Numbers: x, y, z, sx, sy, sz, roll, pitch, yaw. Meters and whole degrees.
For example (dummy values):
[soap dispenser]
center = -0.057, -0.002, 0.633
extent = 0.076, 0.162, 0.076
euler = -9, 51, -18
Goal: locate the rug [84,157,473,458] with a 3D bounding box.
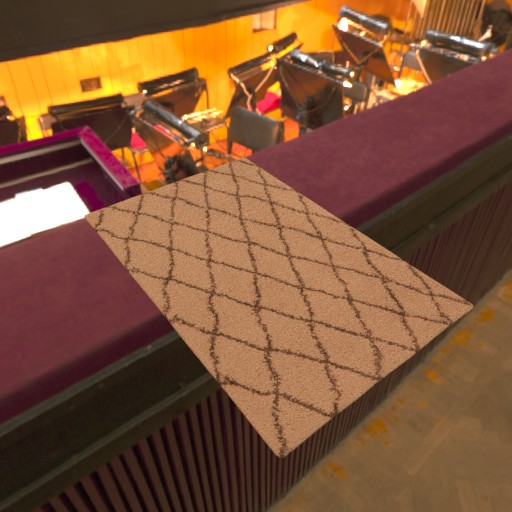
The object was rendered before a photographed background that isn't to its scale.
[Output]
[rug]
center = 0.000, 0.000, 3.538
extent = 1.778, 0.030, 2.743
euler = -26, 47, -27
